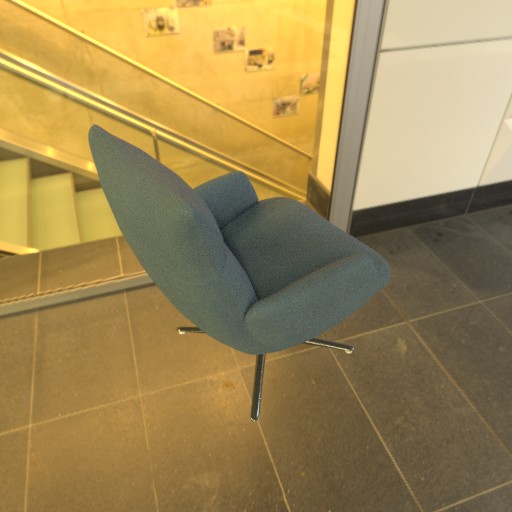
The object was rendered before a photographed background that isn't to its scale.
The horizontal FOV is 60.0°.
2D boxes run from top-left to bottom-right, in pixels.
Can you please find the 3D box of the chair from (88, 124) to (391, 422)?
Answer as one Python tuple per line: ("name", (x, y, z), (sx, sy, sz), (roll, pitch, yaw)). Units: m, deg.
("chair", (0.000, 0.000, 1.582), (0.889, 1.016, 0.711), (-27, 47, -28))
